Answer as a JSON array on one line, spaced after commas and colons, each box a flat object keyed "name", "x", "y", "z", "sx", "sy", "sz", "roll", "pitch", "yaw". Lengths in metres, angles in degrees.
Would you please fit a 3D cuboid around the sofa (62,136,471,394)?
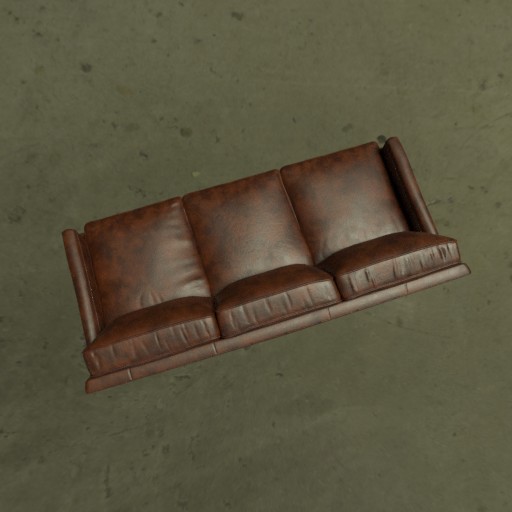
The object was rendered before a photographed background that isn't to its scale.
[{"name": "sofa", "x": 0.000, "y": 0.000, "z": 2.815, "sx": 2.240, "sy": 1.003, "sz": 1.084, "roll": -17, "pitch": 76, "yaw": -4}]
